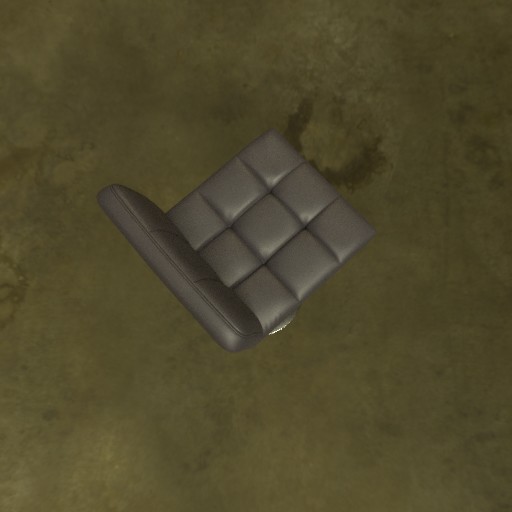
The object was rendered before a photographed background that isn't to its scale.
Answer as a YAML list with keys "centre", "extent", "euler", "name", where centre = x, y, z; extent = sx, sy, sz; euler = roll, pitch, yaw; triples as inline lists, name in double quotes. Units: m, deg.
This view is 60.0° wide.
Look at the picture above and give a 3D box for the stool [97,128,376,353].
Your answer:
- centre: [0.000, 0.000, 1.390]
  extent: [0.505, 1.115, 0.430]
  euler: [-41, 80, -9]
  name: "stool"
